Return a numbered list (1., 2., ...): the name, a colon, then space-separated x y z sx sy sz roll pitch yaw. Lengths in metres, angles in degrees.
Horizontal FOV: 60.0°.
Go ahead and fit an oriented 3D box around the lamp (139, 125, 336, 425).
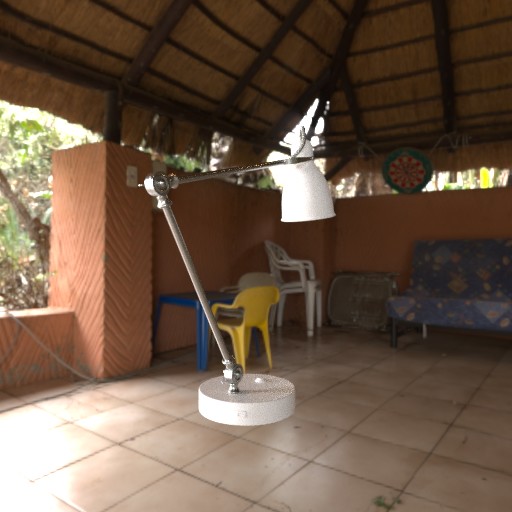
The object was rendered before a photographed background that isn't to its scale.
1. lamp: 0.000 0.000 0.883 0.187 0.587 0.561 0 1 35
